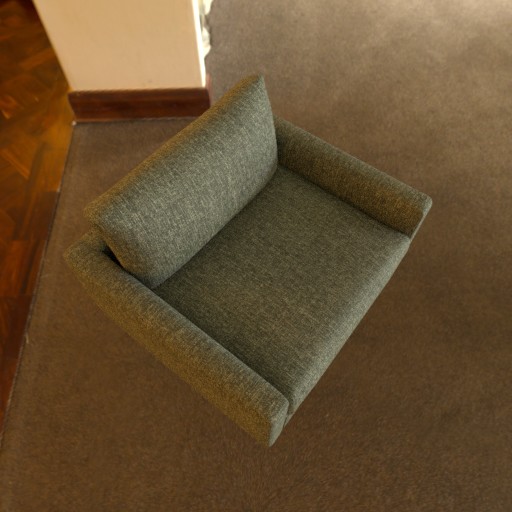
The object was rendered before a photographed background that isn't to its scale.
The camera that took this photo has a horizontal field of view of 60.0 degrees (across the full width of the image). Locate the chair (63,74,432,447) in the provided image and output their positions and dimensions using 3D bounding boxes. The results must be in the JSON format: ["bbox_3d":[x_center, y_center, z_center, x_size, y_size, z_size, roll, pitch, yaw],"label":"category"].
[{"bbox_3d":[0.000,0.000,1.626,0.866,0.861,0.963,34,65,18],"label":"chair"}]
